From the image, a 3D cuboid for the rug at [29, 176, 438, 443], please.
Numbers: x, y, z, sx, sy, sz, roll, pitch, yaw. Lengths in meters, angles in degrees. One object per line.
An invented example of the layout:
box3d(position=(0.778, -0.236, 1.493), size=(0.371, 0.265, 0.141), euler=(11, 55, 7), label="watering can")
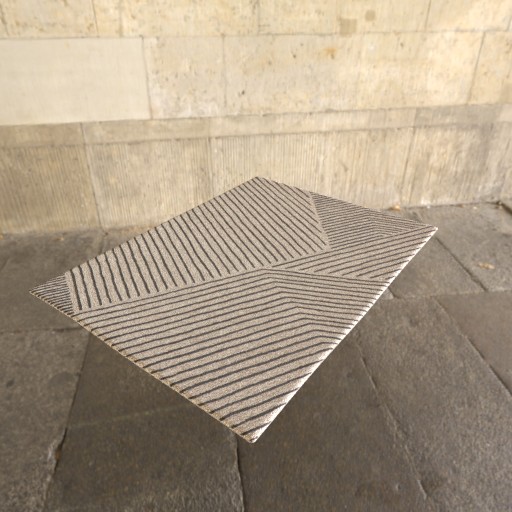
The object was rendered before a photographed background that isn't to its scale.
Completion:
box3d(position=(0.000, 0.000, 3.202), size=(1.829, 0.028, 2.449), euler=(22, 38, 31), label="rug")
